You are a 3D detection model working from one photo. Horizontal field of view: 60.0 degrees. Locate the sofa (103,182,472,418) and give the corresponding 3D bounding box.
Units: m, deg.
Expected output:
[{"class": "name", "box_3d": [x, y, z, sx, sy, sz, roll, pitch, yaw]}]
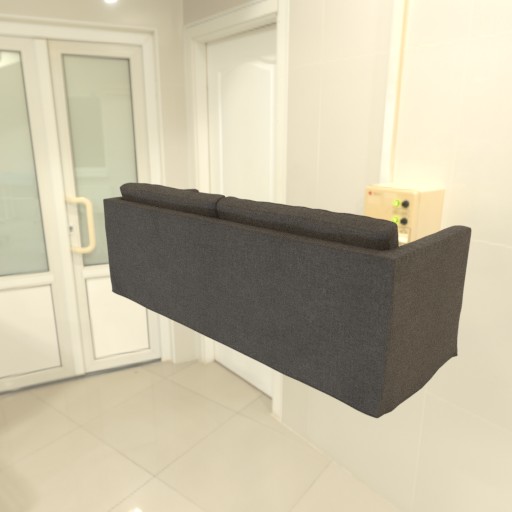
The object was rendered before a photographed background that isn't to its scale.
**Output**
[{"class": "sofa", "box_3d": [0.000, 0.000, 3.369, 2.779, 0.998, 1.036, 15, 21, 42]}]
